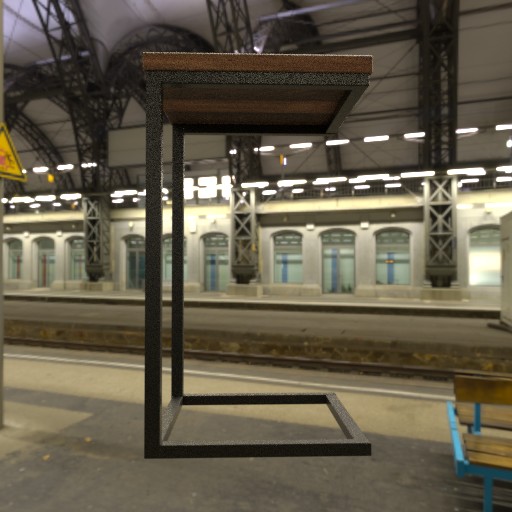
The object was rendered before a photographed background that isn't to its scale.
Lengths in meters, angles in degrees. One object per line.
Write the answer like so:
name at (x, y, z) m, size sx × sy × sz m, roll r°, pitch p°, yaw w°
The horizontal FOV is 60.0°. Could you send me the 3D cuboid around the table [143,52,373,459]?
table at (0.000, 0.000, 0.947) m, size 0.414 × 0.718 × 0.323 m, roll 0°, pitch -1°, yaw -2°
